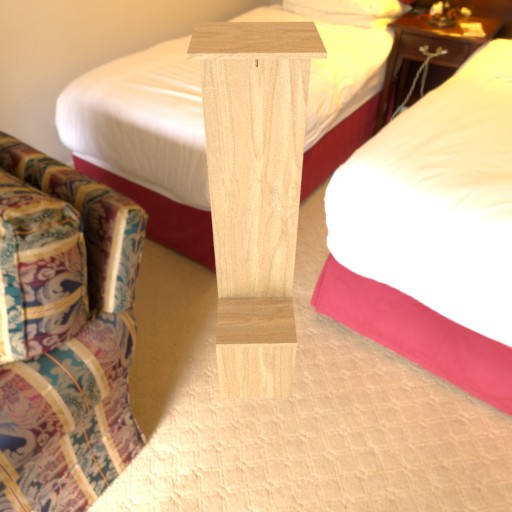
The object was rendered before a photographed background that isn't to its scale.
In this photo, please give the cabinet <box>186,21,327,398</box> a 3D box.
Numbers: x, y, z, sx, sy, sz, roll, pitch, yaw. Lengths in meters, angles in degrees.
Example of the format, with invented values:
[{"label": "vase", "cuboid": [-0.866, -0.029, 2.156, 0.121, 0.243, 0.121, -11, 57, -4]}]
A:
[{"label": "cabinet", "cuboid": [0.000, 0.000, 2.039, 0.411, 1.879, 0.338, -1, 42, -1]}]
